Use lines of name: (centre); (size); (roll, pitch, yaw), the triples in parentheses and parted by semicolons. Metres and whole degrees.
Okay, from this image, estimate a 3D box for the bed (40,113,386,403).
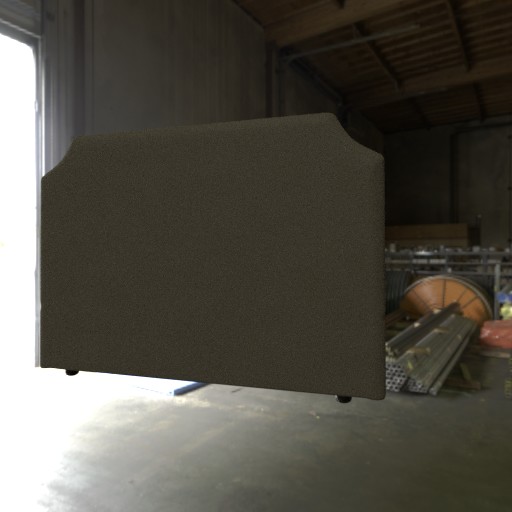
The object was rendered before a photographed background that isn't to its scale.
bed: (0.000, 0.000, 3.182); (1.831, 1.297, 2.181); (0, 0, 17)
